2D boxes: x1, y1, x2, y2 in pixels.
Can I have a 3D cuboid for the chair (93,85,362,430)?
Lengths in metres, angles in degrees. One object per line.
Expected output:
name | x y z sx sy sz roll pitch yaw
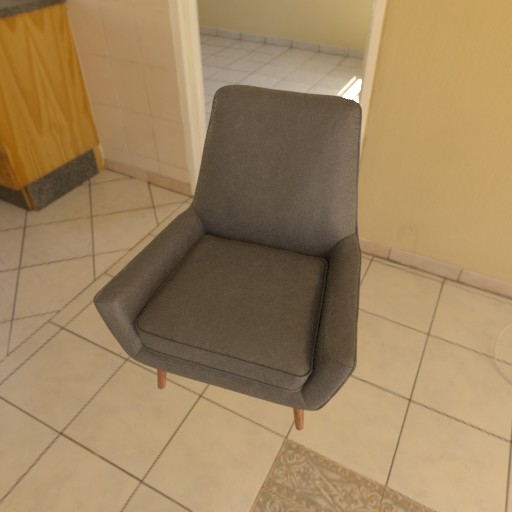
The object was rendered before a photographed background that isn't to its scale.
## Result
chair | 0.000 0.000 1.534 0.787 0.888 0.822 12 42 13
